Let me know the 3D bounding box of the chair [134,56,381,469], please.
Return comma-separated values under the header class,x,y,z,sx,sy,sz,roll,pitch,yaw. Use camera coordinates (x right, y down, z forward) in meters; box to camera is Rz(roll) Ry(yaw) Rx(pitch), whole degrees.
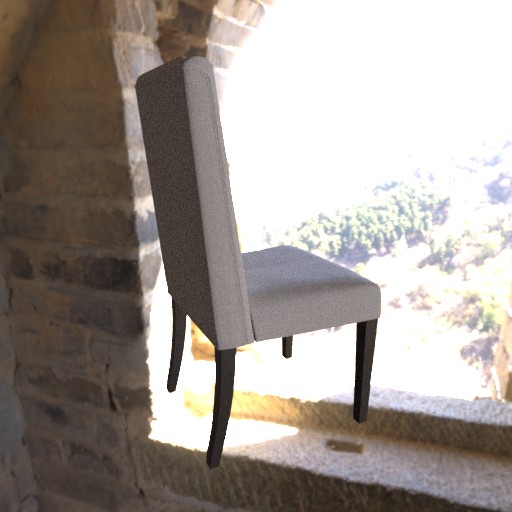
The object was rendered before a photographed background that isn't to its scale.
class,x,y,z,sx,sy,sz,roll,pitch,yaw
chair,0.000,0.000,1.247,0.523,0.961,0.474,-8,18,-25
